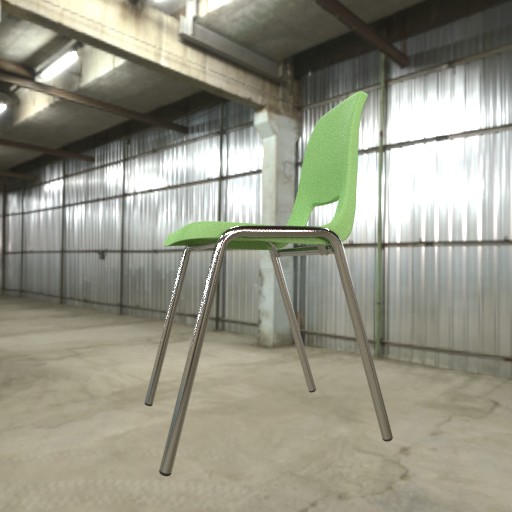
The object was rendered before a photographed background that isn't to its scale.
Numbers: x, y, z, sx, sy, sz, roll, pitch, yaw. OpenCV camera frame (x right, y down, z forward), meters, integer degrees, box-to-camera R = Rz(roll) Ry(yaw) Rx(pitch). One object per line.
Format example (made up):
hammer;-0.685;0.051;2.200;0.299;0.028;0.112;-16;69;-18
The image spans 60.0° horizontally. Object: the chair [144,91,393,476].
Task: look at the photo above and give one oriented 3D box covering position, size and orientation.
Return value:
chair;0.000;0.000;0.943;0.436;0.704;0.381;0;-1;-18
